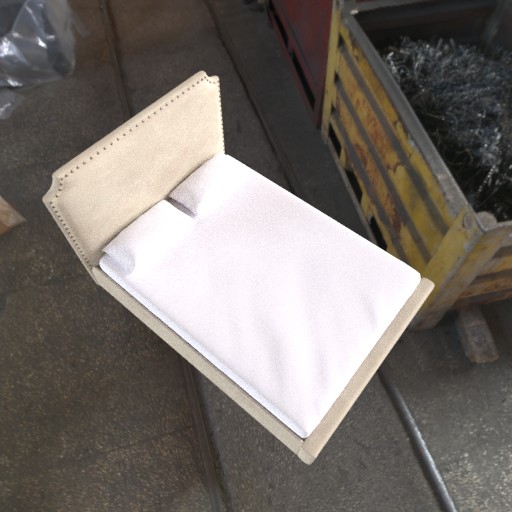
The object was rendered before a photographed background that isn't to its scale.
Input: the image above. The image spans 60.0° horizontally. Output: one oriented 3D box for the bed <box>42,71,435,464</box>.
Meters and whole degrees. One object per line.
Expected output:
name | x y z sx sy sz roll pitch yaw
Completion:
bed | 0.000 0.000 3.405 2.372 1.443 1.712 35 64 20
